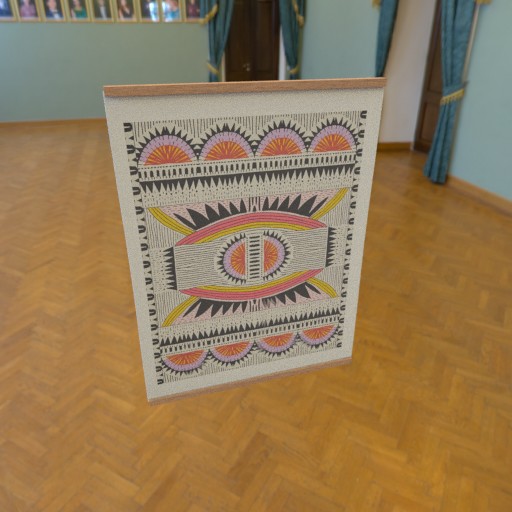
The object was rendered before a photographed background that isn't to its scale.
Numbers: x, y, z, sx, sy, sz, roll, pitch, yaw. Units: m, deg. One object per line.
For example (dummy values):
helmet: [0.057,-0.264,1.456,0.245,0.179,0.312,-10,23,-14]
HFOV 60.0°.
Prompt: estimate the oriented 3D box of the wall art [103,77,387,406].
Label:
wall art: [0.000,0.000,1.382,0.765,1.016,0.028,-8,28,-15]
